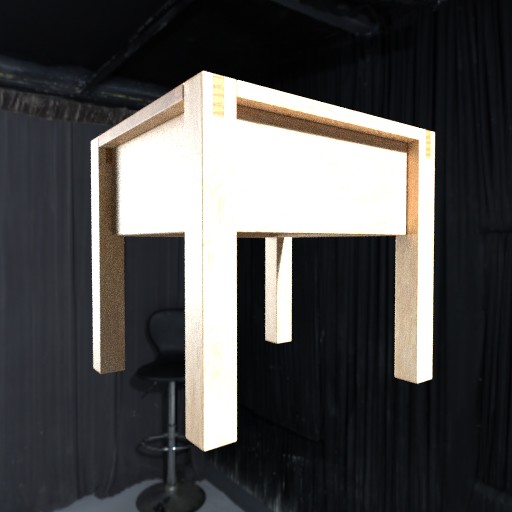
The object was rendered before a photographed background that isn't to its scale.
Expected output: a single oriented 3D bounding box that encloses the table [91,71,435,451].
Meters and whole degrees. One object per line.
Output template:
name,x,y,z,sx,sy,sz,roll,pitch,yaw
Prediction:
table,0.000,0.000,0.840,0.480,0.450,0.440,-1,2,-37
